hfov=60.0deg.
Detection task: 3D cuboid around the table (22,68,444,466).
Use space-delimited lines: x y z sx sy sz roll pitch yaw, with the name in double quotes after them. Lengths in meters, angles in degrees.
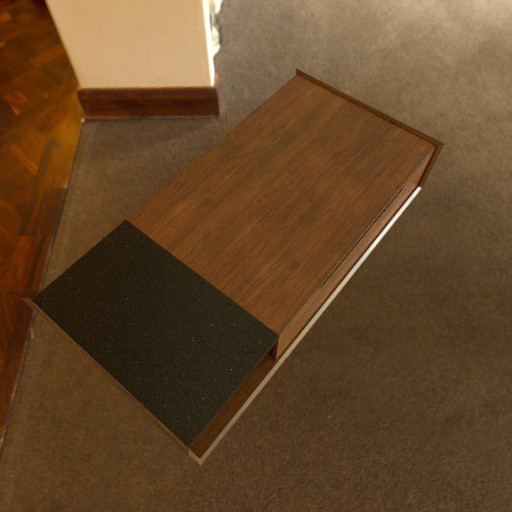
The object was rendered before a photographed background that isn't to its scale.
0.000 0.000 1.540 0.610 0.508 1.221 35 65 19 "table"
